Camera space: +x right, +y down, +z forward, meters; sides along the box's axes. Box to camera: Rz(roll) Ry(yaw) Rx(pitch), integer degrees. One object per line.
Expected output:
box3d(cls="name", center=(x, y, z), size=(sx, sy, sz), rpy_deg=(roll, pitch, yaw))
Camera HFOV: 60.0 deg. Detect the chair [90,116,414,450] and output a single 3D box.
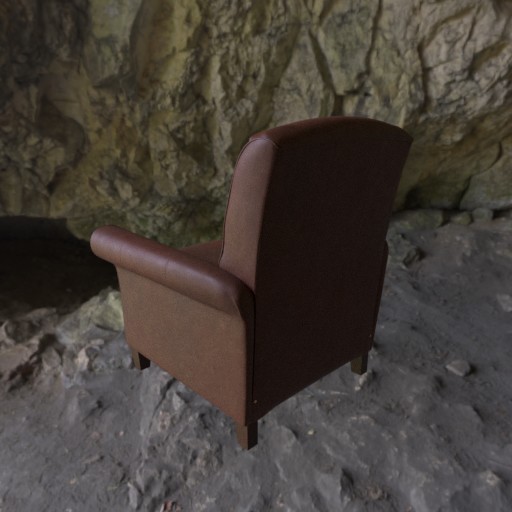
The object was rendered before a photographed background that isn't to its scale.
box3d(cls="chair", center=(0.000, 0.000, 1.783), size=(0.978, 1.061, 0.902), rpy_deg=(-15, 22, -42))
